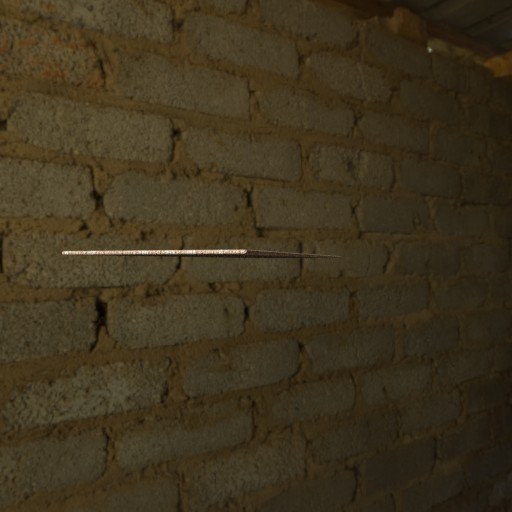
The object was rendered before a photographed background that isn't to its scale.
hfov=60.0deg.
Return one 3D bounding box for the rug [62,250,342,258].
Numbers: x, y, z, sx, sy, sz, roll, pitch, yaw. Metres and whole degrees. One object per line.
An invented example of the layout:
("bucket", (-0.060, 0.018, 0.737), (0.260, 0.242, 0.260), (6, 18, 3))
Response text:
("rug", (0.000, 0.000, 2.538), (0.691, 0.013, 2.289), (0, -1, 18))
